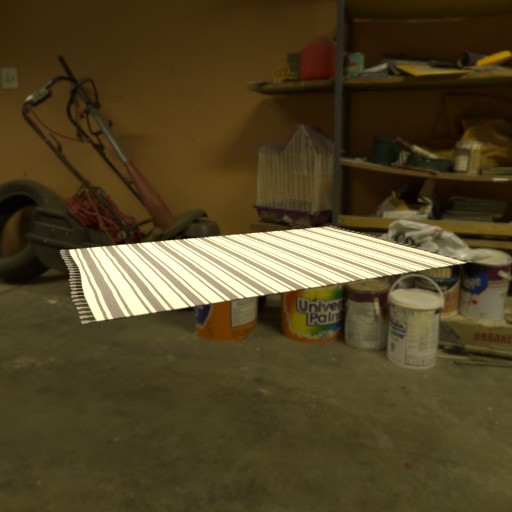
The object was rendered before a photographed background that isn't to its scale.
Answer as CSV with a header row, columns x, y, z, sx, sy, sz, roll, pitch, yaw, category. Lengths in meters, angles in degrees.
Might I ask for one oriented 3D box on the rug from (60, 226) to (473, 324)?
x,y,z,sx,sy,sz,roll,pitch,yaw,category
0.000,0.000,3.060,2.425,0.014,1.563,-7,15,-25,rug
